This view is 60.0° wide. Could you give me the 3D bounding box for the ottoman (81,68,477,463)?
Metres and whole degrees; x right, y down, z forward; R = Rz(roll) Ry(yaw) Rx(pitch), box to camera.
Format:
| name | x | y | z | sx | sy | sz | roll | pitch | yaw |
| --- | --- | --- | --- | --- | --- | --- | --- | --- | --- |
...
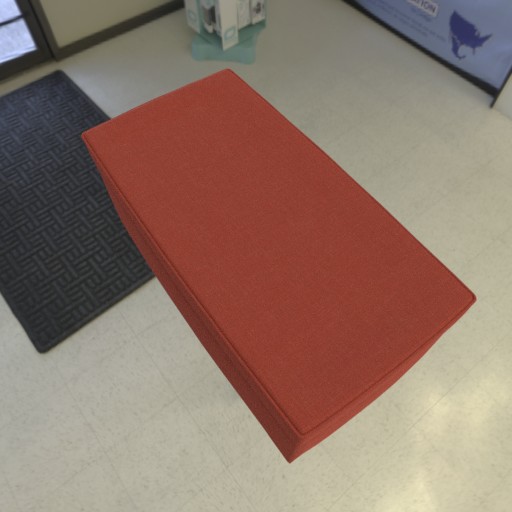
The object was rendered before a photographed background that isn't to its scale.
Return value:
| name | x | y | z | sx | sy | sz | roll | pitch | yaw |
| --- | --- | --- | --- | --- | --- | --- | --- | --- | --- |
| ottoman | 0.000 | 0.000 | 1.221 | 0.497 | 0.454 | 0.948 | -32 | 64 | -18 |
